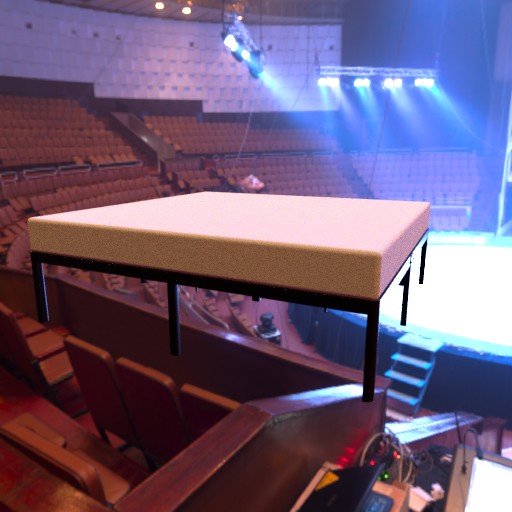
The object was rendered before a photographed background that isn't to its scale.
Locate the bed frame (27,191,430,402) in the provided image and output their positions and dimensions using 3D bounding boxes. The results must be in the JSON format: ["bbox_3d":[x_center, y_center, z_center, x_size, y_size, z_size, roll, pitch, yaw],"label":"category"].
[{"bbox_3d":[0.000,0.000,3.093,2.079,0.659,1.963,7,15,26],"label":"bed frame"}]
